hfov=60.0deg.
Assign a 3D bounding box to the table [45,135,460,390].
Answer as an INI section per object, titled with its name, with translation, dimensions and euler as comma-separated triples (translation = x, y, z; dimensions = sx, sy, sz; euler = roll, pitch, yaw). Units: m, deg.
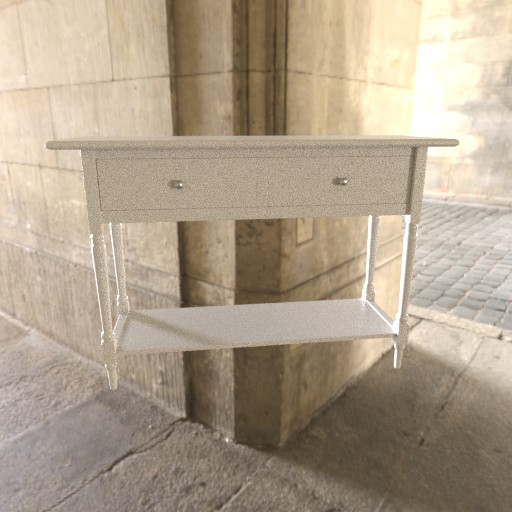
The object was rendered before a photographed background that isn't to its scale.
[table]
translation = 0.000, 0.000, 1.566
dimensions = 1.197, 0.808, 0.384
euler = -2, 17, -7
